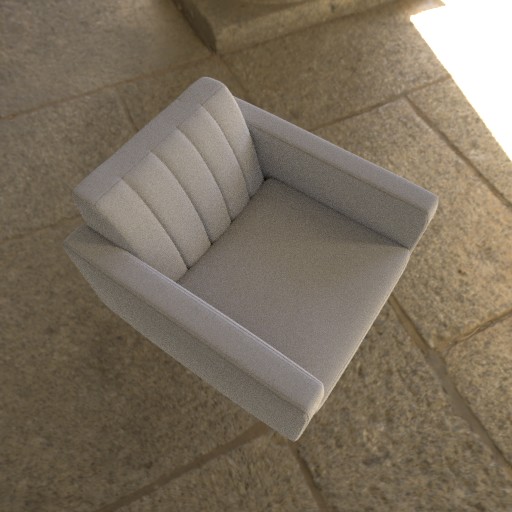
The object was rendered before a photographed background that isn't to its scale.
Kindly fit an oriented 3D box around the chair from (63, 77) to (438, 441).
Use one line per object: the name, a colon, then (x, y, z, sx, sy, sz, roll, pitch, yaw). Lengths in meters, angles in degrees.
chair: (0.000, 0.000, 1.715, 0.998, 0.819, 0.953, 31, 65, 17)
